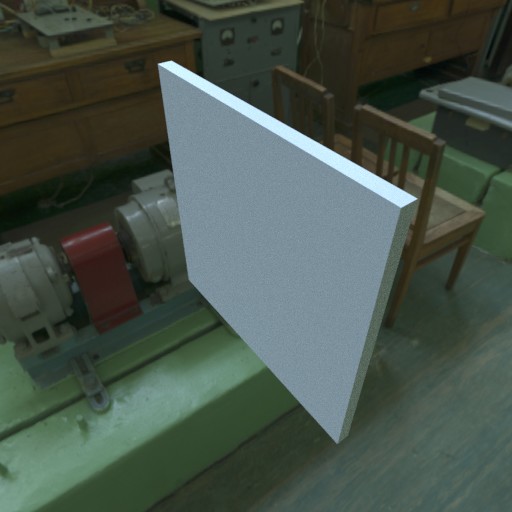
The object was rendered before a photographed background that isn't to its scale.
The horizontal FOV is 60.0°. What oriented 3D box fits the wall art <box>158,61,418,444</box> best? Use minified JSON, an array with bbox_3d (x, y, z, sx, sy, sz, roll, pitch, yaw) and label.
[{"bbox_3d":[0.000,0.000,0.839,0.028,0.559,0.559,-27,49,-27],"label":"wall art"}]
